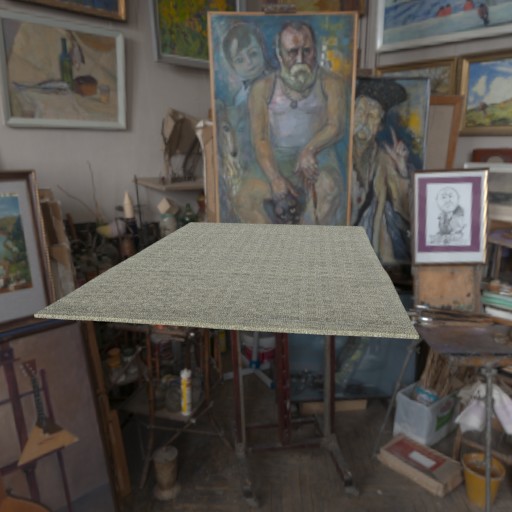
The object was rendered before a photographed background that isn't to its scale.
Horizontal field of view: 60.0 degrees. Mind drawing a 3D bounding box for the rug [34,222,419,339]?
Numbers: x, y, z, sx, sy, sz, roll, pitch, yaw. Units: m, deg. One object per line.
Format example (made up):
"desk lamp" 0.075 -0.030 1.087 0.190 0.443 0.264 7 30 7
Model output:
"rug" 0.000 0.000 2.816 1.532 0.018 2.297 2 14 8
